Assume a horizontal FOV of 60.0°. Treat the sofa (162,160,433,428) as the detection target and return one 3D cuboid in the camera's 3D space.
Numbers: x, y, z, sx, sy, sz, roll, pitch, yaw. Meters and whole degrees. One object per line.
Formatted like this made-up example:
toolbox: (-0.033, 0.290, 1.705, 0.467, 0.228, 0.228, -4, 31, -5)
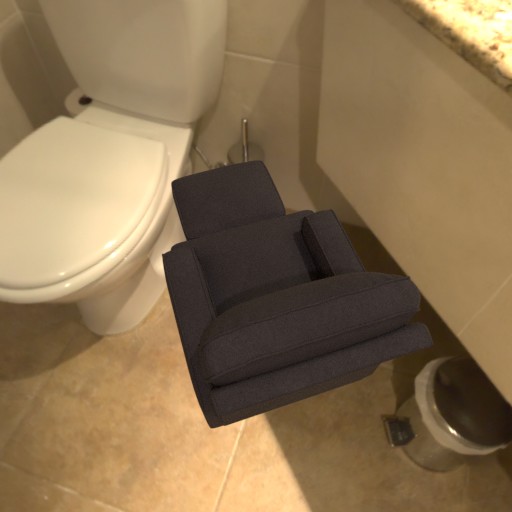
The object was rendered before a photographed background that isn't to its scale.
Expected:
sofa: (0.000, 0.000, 2.067, 0.861, 0.959, 1.472, -15, 58, -10)
